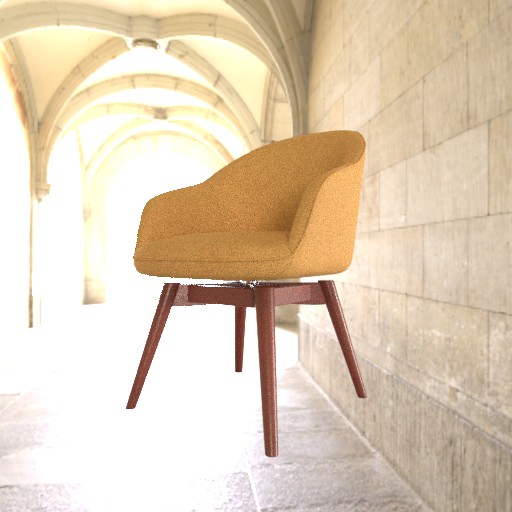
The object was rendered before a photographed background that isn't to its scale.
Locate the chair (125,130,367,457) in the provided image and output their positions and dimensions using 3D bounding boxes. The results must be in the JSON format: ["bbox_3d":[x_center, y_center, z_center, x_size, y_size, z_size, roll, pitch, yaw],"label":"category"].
[{"bbox_3d":[0.000,0.000,1.266,0.596,0.823,0.635,0,0,37],"label":"chair"}]
